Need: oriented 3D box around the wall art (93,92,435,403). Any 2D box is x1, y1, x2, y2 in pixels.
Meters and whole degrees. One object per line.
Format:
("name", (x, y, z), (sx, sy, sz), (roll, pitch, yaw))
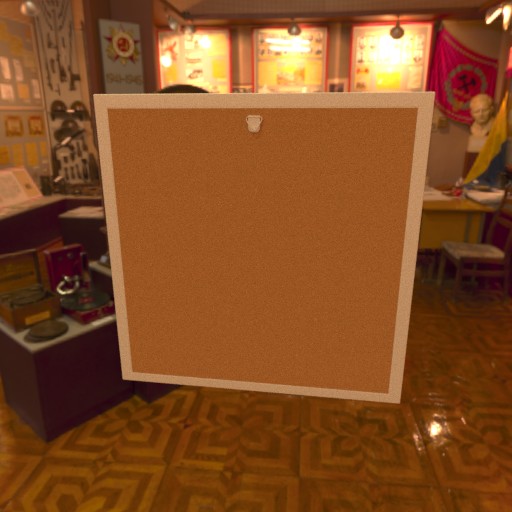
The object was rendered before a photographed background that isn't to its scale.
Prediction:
("wall art", (0.000, 0.000, 1.105), (0.761, 0.762, 0.050), (3, 18, 8))
